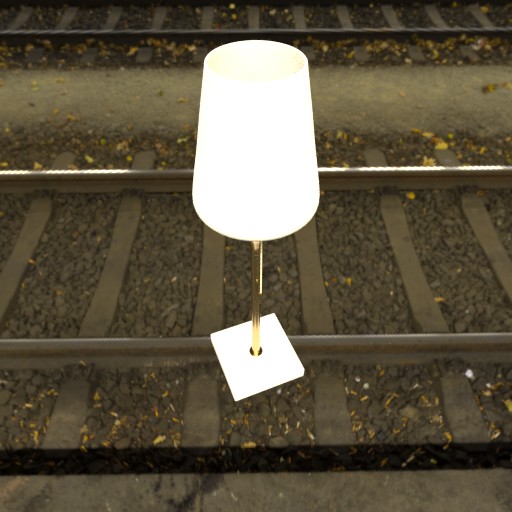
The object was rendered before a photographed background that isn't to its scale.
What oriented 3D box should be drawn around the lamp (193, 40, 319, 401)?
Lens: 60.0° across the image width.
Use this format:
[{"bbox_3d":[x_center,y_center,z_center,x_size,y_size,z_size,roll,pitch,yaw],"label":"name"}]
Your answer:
[{"bbox_3d":[0.000,0.000,0.730,0.181,0.639,0.181,-16,48,-15],"label":"lamp"}]
